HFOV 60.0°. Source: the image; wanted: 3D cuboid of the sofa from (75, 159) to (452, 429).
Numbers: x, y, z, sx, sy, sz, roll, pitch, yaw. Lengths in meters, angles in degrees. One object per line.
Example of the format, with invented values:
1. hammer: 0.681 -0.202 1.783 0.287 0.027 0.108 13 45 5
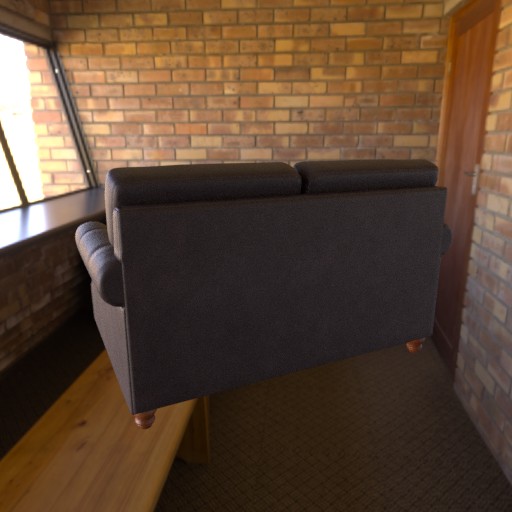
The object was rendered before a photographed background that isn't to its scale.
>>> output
1. sofa: 0.000 0.000 2.274 1.663 0.979 1.030 -7 16 -26
